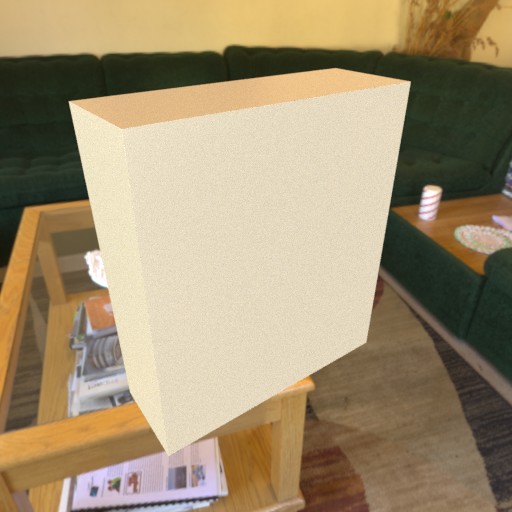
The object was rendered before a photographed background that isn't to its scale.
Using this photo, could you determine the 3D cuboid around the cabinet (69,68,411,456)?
[{"bbox_3d":[0.000,0.000,1.615,0.990,1.150,0.348,-20,37,-30],"label":"cabinet"}]
